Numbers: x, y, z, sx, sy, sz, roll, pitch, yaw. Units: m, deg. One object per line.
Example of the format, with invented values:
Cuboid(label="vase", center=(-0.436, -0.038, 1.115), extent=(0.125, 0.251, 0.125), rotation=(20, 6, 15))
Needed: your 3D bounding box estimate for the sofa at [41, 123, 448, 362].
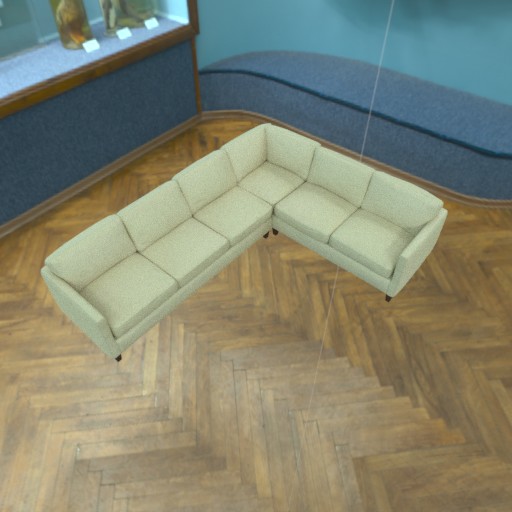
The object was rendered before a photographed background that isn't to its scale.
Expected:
Cuboid(label="sofa", center=(0.000, 0.000, 4.559), extent=(2.593, 0.947, 3.302), rotation=(32, 55, 26))
